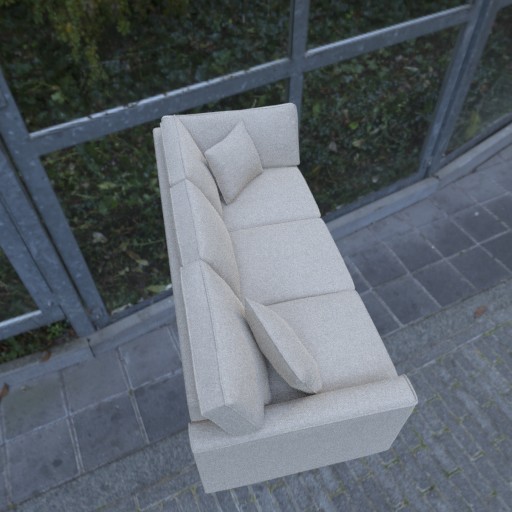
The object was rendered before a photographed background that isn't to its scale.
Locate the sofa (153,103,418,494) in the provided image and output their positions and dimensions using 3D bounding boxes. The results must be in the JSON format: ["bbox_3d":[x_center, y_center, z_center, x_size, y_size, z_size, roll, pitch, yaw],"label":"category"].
[{"bbox_3d":[0.000,0.000,2.751,1.061,0.962,2.317,-9,48,-9],"label":"sofa"}]
